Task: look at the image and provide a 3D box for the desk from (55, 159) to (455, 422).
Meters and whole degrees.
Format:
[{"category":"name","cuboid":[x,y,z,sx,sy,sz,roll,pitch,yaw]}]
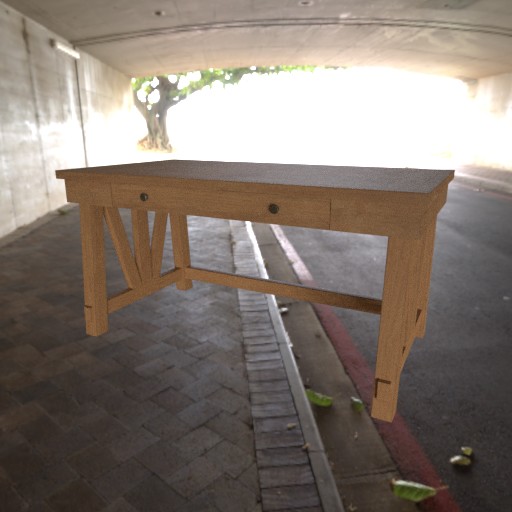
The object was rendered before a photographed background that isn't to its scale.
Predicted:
[{"category":"desk","cuboid":[0.000,0.000,1.994,1.499,0.762,0.813,8,18,27]}]
